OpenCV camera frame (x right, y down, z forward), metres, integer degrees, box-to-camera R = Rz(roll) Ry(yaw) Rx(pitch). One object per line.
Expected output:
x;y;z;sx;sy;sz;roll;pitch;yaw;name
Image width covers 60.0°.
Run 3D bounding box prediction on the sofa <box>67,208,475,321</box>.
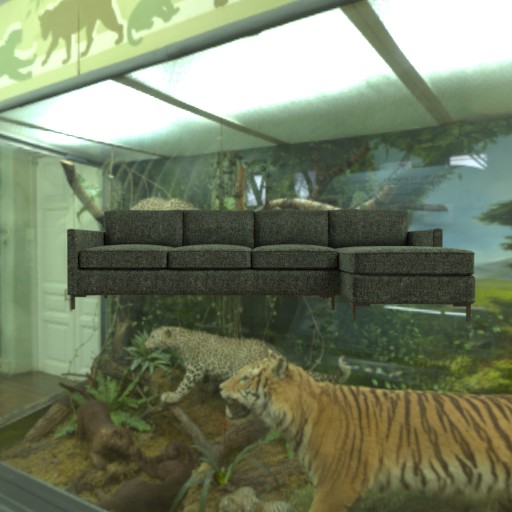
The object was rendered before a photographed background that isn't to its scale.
0.000;0.000;4.111;3.384;0.970;1.488;0;1;1;sofa
